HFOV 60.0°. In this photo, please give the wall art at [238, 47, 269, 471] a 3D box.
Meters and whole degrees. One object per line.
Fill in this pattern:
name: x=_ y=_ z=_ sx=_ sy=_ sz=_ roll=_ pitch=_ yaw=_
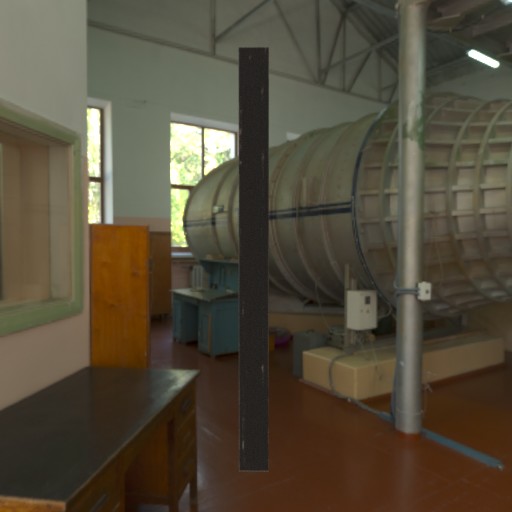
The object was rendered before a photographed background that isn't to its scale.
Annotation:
wall art: x=0.000 y=0.000 z=0.780 sx=0.036 sy=0.506 sz=0.506 roll=0 pitch=2 yaw=1
